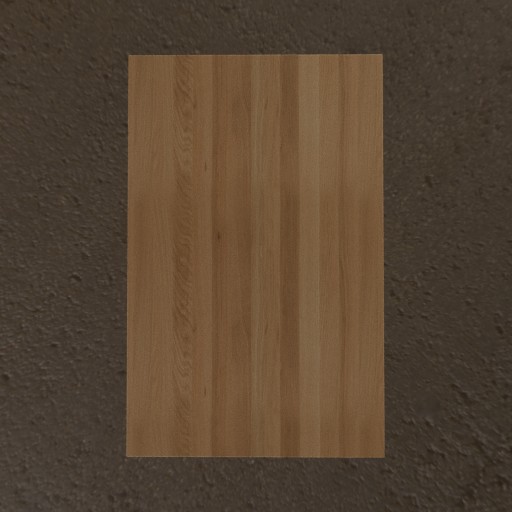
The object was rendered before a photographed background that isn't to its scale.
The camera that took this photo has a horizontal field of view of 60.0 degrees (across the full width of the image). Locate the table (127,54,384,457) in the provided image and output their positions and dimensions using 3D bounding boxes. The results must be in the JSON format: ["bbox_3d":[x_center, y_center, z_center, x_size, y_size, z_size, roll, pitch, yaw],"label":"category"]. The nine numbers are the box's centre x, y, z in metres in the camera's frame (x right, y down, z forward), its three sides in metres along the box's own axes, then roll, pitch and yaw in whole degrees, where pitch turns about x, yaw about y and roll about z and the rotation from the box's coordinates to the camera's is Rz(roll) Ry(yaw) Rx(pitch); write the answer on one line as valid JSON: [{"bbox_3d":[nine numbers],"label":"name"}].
[{"bbox_3d":[0.000,0.000,1.466,0.700,0.510,1.100,0,89,0],"label":"table"}]
